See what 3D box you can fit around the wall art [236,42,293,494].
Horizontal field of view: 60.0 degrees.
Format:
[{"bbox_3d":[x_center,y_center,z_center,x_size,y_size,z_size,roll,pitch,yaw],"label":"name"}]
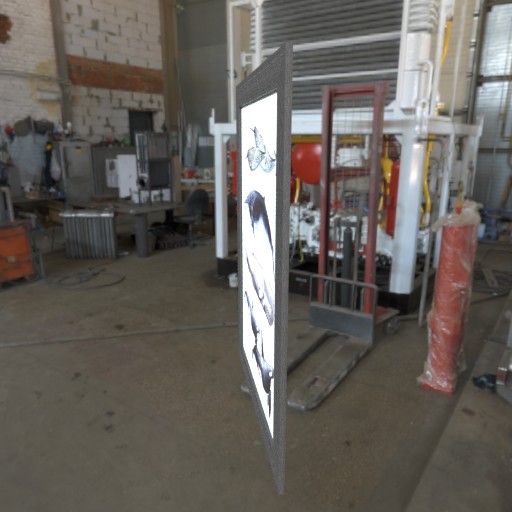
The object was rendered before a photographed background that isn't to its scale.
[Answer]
[{"bbox_3d":[0.000,0.000,1.437,0.016,1.116,0.810,-3,15,-9],"label":"wall art"}]
